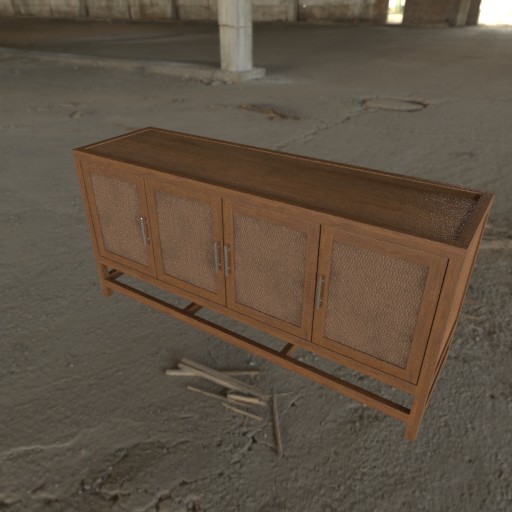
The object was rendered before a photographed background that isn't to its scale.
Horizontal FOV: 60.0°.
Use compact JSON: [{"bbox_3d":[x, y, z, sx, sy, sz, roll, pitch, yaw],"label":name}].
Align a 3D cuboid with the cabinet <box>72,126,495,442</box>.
[{"bbox_3d":[0.000,0.000,2.010,1.708,0.820,0.522,18,35,28],"label":"cabinet"}]
